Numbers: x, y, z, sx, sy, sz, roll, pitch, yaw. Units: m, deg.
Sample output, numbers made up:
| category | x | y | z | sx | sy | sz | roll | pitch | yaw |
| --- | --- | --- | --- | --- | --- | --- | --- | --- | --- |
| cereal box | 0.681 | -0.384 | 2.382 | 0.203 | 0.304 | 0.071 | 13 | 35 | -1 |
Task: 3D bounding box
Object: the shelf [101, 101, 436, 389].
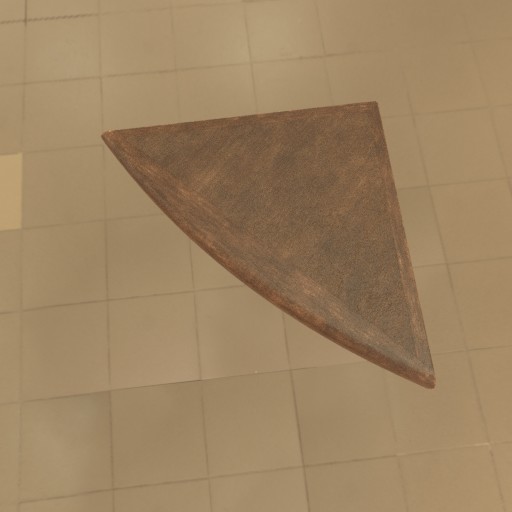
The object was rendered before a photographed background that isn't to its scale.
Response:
| category | x | y | z | sx | sy | sz | roll | pitch | yaw |
| --- | --- | --- | --- | --- | --- | --- | --- | --- | --- |
| shelf | 0.000 | 0.000 | 0.473 | 0.310 | 0.050 | 0.310 | -7 | 75 | -2 |
